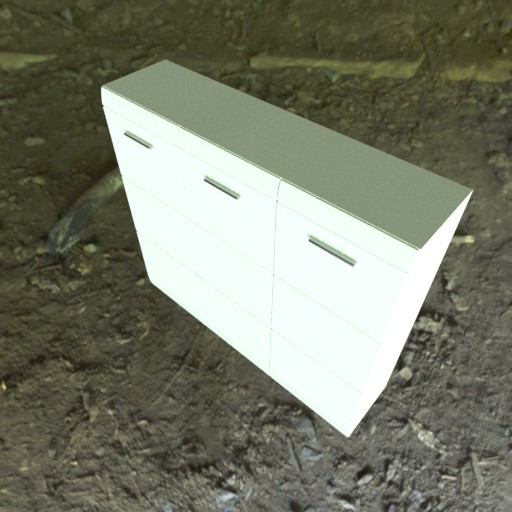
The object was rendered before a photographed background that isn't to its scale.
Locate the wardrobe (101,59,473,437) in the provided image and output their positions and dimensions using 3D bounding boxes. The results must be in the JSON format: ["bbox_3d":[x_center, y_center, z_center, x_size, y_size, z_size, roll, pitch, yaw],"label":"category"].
[{"bbox_3d":[0.000,0.000,1.915,1.340,1.200,0.360,33,55,27],"label":"wardrobe"}]
